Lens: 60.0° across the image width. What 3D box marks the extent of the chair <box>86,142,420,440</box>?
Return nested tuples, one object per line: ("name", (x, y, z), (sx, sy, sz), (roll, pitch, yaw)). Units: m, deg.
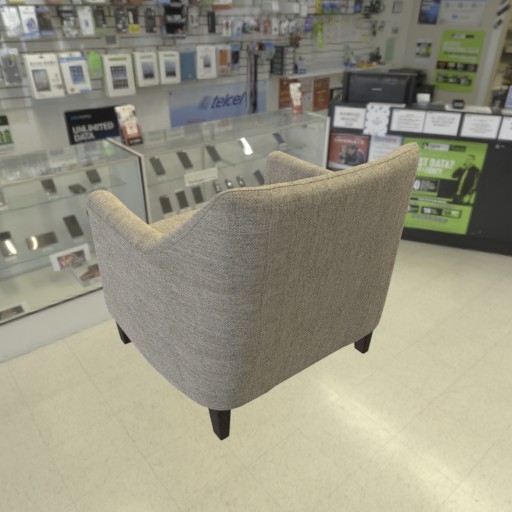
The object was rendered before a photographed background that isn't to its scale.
("chair", (0.000, 0.000, 1.407), (0.796, 0.761, 0.758), (-20, 35, -32))
